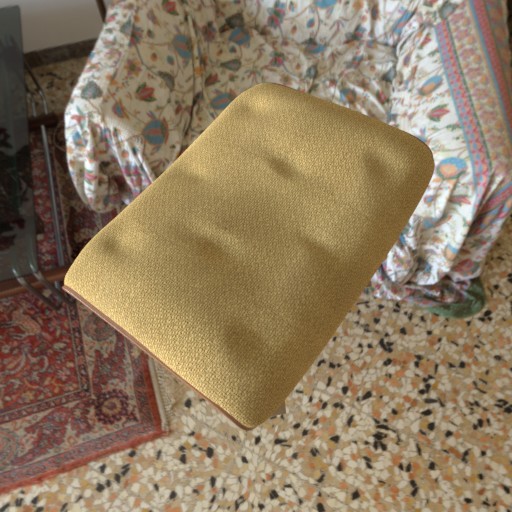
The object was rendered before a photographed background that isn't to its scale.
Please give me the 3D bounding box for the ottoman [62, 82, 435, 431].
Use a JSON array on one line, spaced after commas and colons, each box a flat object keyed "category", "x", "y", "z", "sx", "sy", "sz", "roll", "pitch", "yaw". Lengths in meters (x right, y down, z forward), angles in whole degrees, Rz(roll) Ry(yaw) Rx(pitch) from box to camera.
[{"category": "ottoman", "x": 0.000, "y": 0.000, "z": 0.813, "sx": 0.394, "sy": 0.391, "sz": 0.520, "roll": 34, "pitch": 68, "yaw": 15}]
